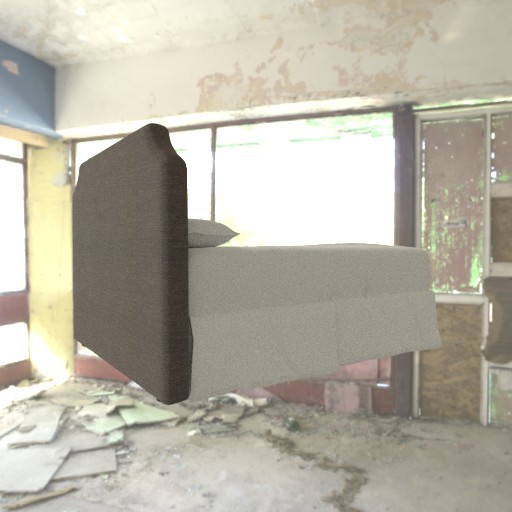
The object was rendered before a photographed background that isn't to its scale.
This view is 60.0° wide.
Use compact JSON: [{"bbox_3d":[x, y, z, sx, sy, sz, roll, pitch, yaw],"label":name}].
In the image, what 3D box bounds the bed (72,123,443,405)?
[{"bbox_3d":[0.000,0.000,3.161,2.116,1.290,1.693,-1,2,-35],"label":"bed"}]
